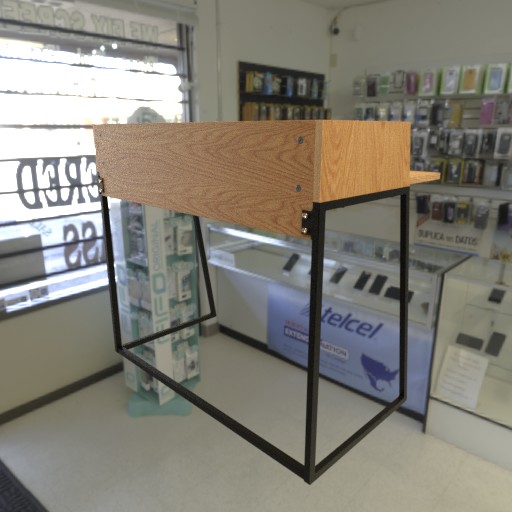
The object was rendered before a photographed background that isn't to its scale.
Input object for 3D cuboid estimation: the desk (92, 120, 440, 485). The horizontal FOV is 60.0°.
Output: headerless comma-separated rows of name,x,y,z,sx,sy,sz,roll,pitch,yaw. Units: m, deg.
desk,0.000,0.000,1.852,1.191,1.061,0.769,15,22,43
